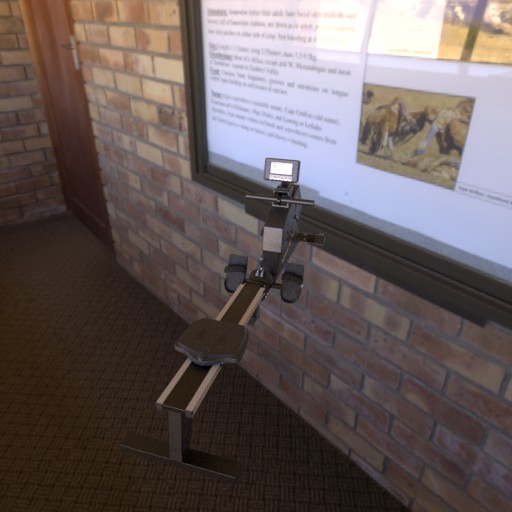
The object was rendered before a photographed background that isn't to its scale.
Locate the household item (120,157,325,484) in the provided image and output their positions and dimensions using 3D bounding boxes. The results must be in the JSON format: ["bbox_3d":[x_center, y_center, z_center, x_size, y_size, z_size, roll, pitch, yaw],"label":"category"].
[{"bbox_3d":[0.000,0.000,2.576,0.521,0.810,2.251,9,31,15],"label":"household item"}]
